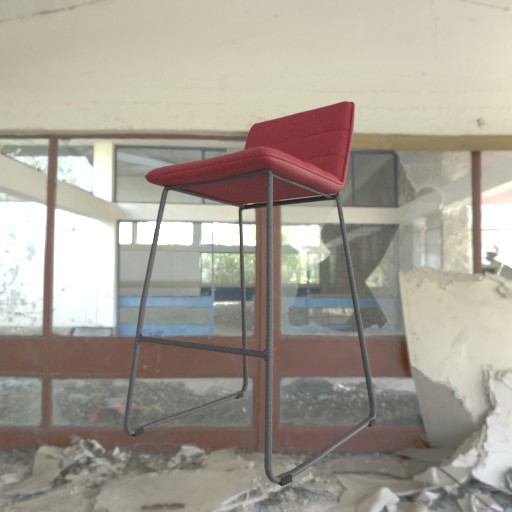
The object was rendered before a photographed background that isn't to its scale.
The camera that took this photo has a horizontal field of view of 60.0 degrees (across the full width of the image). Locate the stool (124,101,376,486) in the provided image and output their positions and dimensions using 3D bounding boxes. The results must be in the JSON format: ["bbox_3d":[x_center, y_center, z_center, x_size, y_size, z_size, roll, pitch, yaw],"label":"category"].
[{"bbox_3d":[0.000,0.000,1.216,0.489,0.937,0.524,-2,-3,36],"label":"stool"}]
